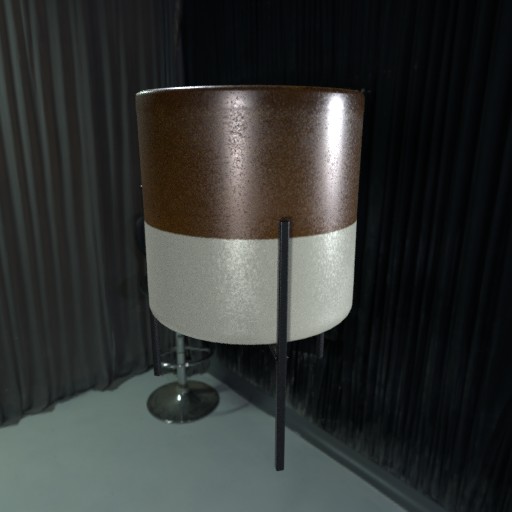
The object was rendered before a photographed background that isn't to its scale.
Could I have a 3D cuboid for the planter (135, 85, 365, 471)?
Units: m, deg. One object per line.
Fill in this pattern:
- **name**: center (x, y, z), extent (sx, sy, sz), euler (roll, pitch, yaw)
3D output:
- **planter**: center (0.000, 0.000, 0.549), extent (0.269, 0.375, 0.255), euler (-15, 22, -41)
